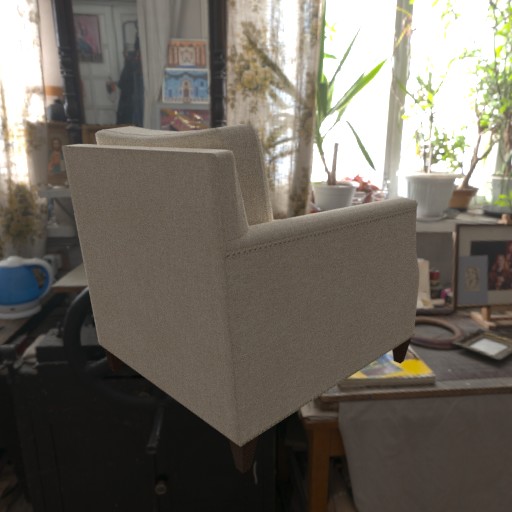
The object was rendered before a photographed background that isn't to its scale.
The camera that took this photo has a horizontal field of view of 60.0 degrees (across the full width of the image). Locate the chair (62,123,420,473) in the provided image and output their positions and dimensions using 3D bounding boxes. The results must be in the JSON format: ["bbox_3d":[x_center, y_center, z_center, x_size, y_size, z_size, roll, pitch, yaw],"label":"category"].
[{"bbox_3d":[0.000,0.000,1.672,1.041,0.940,0.838,-14,21,-42],"label":"chair"}]
